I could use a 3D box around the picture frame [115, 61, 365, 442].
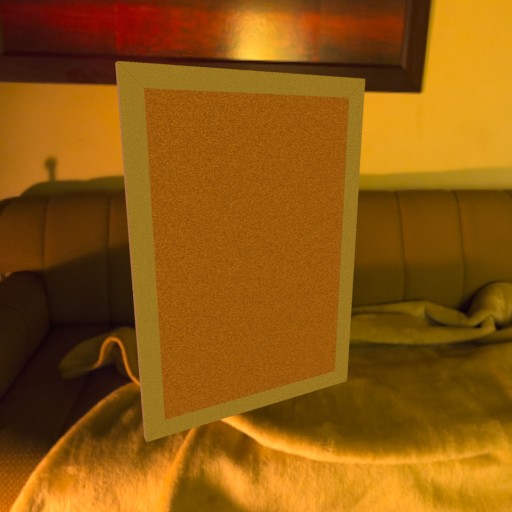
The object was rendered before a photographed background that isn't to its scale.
[{"bbox_3d":[0.000,0.000,0.593,0.326,0.459,0.011,-8,17,-26],"label":"picture frame"}]
